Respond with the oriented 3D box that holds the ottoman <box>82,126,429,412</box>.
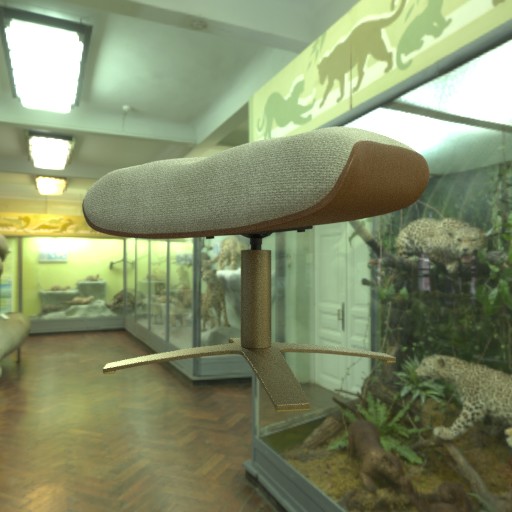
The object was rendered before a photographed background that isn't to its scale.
[{"bbox_3d":[0.000,0.000,0.796,0.520,0.391,0.394,-1,-2,35],"label":"ottoman"}]
